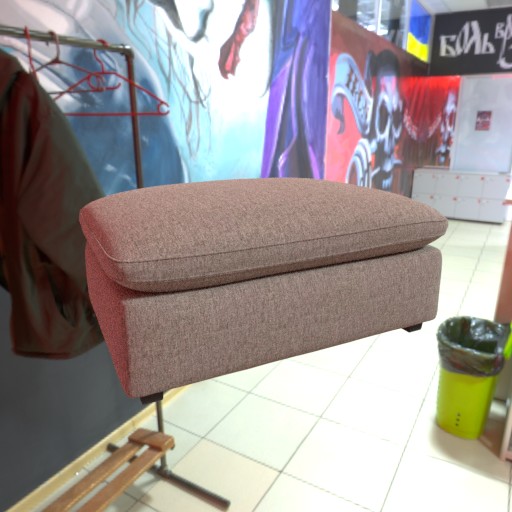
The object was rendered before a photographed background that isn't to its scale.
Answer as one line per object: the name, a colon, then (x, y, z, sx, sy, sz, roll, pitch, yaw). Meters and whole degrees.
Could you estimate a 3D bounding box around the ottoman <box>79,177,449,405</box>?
ottoman: (0.000, 0.000, 1.401, 0.977, 0.451, 0.694, -8, 19, -25)
